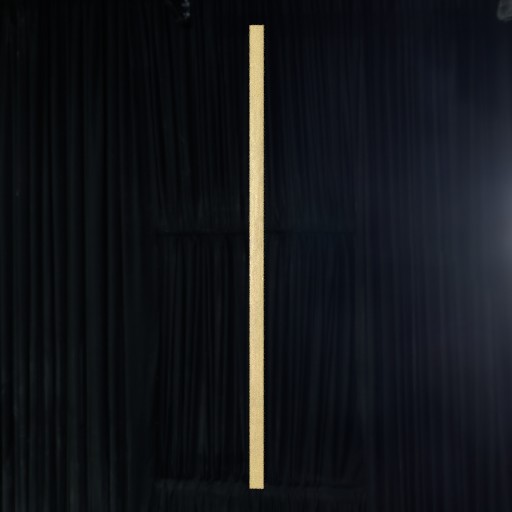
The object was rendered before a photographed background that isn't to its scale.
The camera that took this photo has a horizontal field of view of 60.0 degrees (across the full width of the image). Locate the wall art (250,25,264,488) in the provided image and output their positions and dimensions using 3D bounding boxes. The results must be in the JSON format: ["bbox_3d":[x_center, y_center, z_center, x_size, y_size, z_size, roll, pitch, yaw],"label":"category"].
[{"bbox_3d":[0.000,0.000,1.358,0.030,1.002,0.798,0,1,0],"label":"wall art"}]
